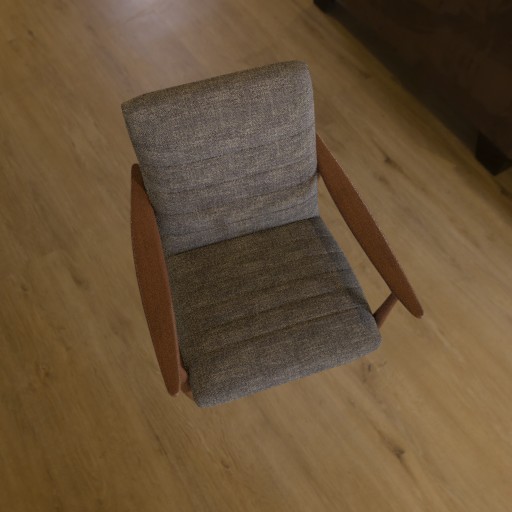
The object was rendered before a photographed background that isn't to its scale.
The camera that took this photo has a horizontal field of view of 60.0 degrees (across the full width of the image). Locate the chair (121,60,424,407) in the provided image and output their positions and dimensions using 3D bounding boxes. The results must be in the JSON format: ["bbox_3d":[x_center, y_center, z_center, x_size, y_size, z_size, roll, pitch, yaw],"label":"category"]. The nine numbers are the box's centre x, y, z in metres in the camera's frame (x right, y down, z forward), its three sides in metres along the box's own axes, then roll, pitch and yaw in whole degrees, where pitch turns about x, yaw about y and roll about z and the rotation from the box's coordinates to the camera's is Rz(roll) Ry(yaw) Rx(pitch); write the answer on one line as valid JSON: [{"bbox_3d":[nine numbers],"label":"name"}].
[{"bbox_3d":[0.000,0.000,1.456,0.741,0.832,0.798,-16,64,-8],"label":"chair"}]
